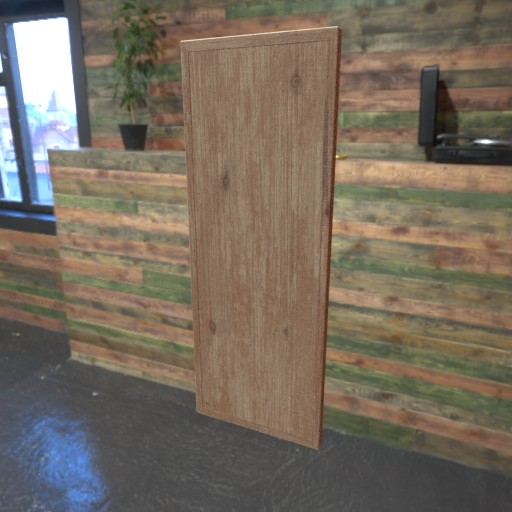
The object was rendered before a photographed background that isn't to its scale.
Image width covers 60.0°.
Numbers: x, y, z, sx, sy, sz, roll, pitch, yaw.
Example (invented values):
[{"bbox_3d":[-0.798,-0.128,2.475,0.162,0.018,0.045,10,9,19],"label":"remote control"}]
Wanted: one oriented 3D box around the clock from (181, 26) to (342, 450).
[{"bbox_3d":[0.000,0.000,1.066,0.361,0.965,0.030,8,18,24],"label":"clock"}]
